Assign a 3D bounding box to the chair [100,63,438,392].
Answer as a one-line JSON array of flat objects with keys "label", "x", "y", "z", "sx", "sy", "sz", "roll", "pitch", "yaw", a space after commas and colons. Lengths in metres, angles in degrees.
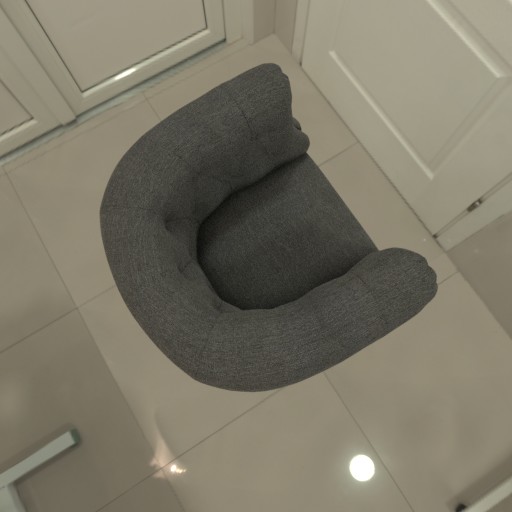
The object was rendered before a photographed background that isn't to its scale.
[{"label": "chair", "x": 0.000, "y": 0.000, "z": 1.594, "sx": 0.852, "sy": 0.827, "sz": 0.905, "roll": -31, "pitch": 77, "yaw": -8}]
